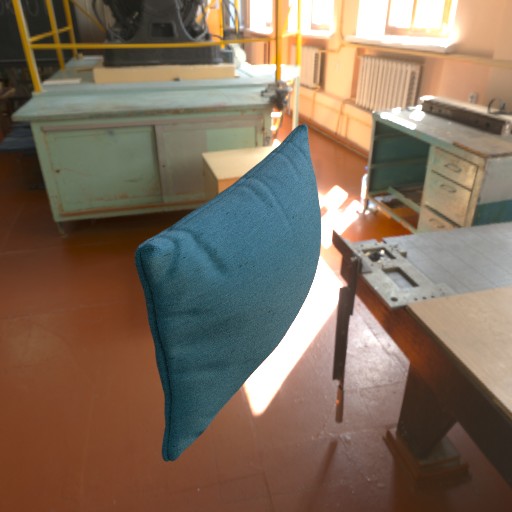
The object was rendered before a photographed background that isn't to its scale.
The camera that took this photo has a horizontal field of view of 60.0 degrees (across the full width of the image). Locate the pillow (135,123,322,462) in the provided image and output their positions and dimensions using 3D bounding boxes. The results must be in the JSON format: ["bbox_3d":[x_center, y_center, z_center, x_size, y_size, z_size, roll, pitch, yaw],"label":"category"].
[{"bbox_3d":[0.000,0.000,0.788,0.210,0.338,0.633,10,30,18],"label":"pillow"}]
